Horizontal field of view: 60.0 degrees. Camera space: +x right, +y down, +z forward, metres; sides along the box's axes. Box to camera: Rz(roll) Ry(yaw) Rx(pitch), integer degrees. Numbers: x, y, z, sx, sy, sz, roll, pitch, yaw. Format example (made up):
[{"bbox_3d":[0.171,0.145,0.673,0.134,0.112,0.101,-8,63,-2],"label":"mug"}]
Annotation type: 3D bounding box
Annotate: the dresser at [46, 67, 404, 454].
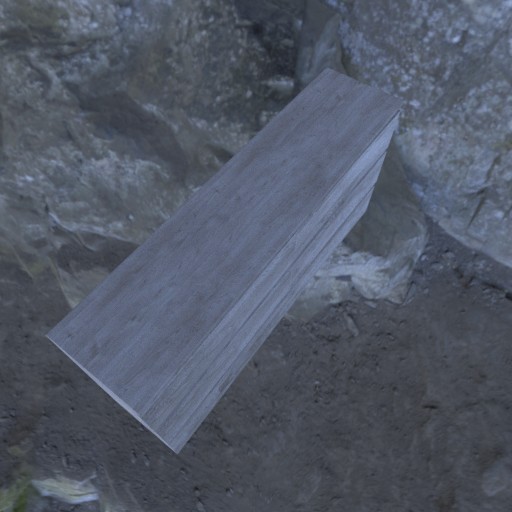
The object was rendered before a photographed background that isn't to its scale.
[{"bbox_3d":[0.000,0.000,1.929,0.390,0.795,1.590,32,63,18],"label":"dresser"}]
